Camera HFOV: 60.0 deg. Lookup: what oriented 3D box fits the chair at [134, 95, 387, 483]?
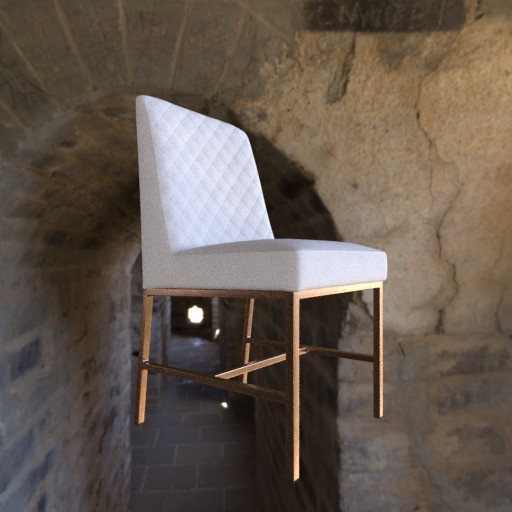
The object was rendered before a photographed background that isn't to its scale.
[{"bbox_3d":[0.000,0.000,1.270,0.597,0.933,0.503,0,0,38],"label":"chair"}]
